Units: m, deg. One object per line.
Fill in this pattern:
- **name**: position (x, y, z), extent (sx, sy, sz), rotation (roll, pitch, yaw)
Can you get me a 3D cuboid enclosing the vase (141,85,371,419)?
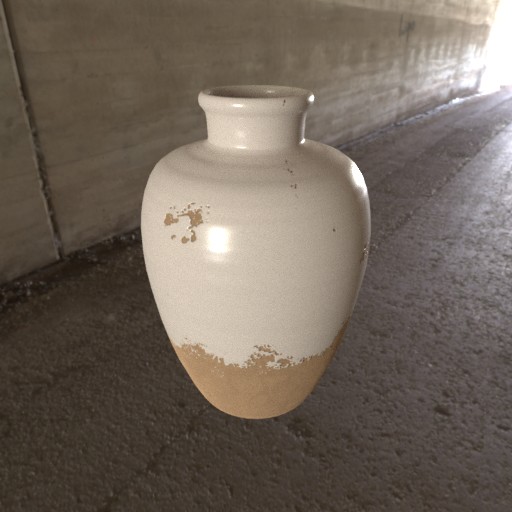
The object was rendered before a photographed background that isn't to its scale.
- **vase**: position (0.000, 0.000, 0.325), extent (0.158, 0.228, 0.158), rotation (0, 27, 0)
